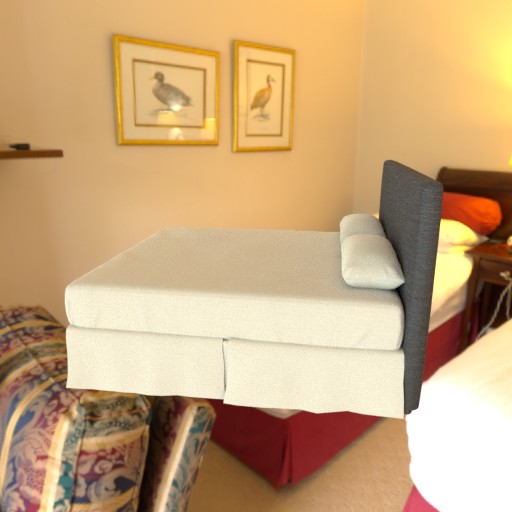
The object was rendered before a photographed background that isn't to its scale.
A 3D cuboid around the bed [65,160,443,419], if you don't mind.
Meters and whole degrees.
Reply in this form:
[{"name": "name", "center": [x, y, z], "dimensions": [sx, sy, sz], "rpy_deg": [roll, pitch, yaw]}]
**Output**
[{"name": "bed", "center": [0.000, 0.000, 3.287], "dimensions": [2.142, 1.330, 1.884], "rpy_deg": [3, 16, 9]}]
